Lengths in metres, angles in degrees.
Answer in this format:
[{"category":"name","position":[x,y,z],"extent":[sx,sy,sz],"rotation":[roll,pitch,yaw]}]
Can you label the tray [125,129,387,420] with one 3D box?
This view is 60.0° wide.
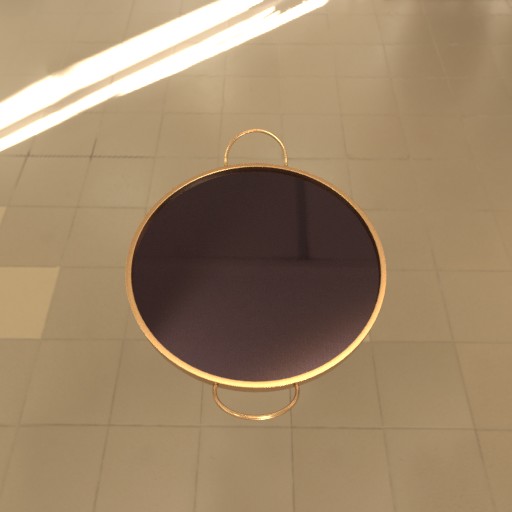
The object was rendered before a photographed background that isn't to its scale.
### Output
[{"category":"tray","position":[0.000,0.000,0.746],"extent":[0.438,0.069,0.543],"rotation":[0,58,0]}]
